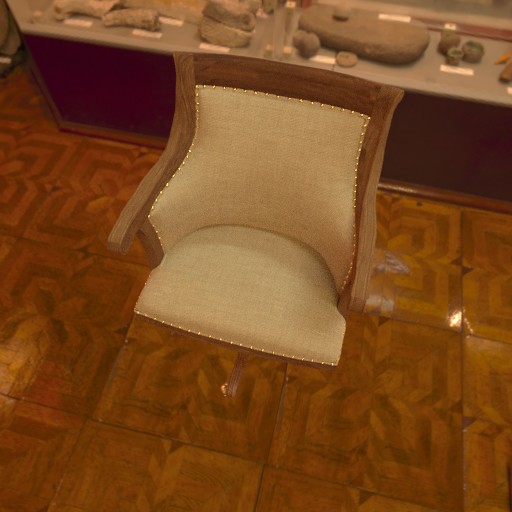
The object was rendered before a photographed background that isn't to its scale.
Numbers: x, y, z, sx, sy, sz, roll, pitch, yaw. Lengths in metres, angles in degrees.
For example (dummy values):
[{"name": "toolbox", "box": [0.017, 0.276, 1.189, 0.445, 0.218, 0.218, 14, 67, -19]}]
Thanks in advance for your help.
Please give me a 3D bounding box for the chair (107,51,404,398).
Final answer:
[{"name": "chair", "box": [0.000, 0.000, 1.394, 0.656, 0.965, 0.689, 13, 58, 8]}]
